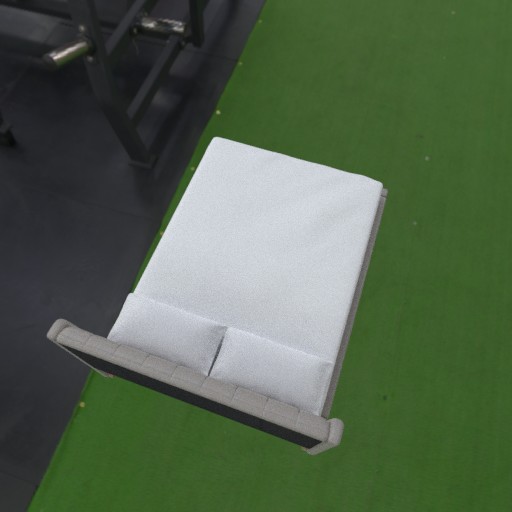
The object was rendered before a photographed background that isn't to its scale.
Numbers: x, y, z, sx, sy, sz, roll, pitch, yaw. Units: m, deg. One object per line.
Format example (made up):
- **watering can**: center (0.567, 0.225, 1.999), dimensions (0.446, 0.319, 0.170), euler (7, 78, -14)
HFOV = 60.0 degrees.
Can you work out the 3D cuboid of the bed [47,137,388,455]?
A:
- **bed**: center (0.000, 0.000, 3.257), dimensions (1.656, 1.147, 2.232), euler (18, 65, 9)
